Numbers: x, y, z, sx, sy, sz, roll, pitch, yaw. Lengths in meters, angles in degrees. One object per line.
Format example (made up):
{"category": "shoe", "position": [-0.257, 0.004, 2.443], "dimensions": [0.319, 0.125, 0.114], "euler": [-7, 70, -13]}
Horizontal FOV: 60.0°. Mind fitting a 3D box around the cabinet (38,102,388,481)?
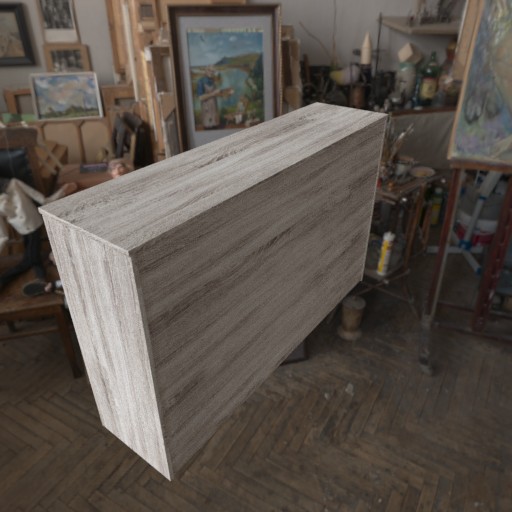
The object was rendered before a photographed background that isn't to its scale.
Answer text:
{"category": "cabinet", "position": [0.000, 0.000, 1.813], "dimensions": [0.380, 0.900, 1.450], "euler": [22, 38, 31]}
